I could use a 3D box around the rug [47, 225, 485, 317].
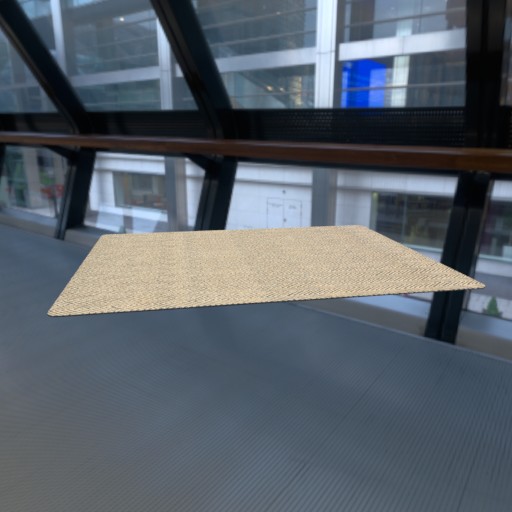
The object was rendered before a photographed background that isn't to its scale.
[{"bbox_3d":[0.000,0.000,4.288,3.207,0.014,2.439,-3,16,-10],"label":"rug"}]
